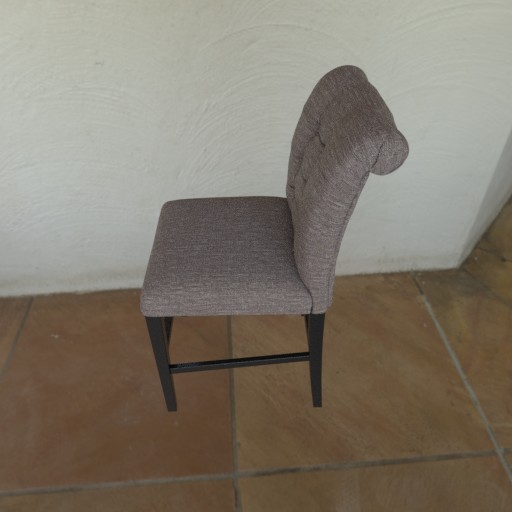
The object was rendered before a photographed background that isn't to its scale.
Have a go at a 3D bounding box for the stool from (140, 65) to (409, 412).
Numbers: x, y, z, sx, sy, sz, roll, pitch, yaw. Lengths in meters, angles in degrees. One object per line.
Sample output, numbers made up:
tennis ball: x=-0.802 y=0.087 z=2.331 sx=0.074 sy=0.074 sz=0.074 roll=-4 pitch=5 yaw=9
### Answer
stool: x=0.000 y=0.000 z=1.316 sx=0.611 sy=0.970 sz=0.457 roll=-1 pitch=41 yaw=-1
